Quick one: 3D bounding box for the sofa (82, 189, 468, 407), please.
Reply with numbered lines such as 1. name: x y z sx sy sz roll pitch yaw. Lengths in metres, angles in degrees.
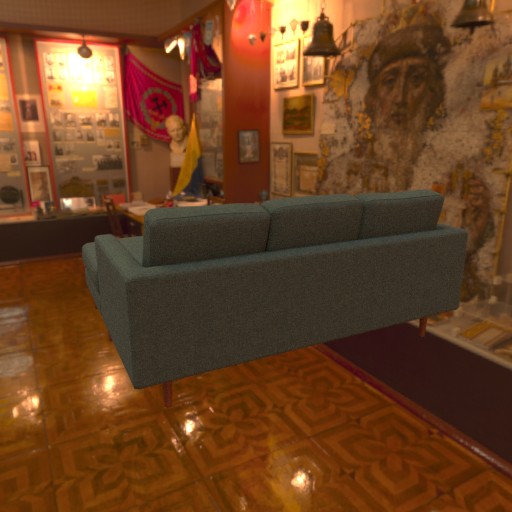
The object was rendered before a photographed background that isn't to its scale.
1. sofa: 0.000 0.000 3.004 2.055 0.957 1.667 -8 17 -26
